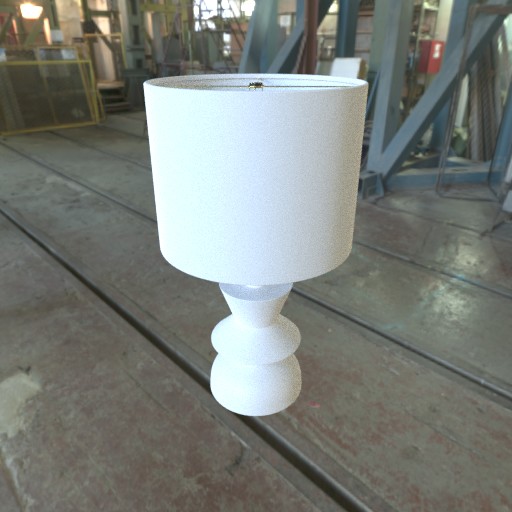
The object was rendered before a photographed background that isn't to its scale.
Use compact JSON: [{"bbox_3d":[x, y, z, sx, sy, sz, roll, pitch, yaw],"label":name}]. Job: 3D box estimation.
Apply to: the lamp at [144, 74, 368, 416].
[{"bbox_3d":[0.000,0.000,0.723,0.301,0.533,0.301,1,26,2],"label":"lamp"}]
